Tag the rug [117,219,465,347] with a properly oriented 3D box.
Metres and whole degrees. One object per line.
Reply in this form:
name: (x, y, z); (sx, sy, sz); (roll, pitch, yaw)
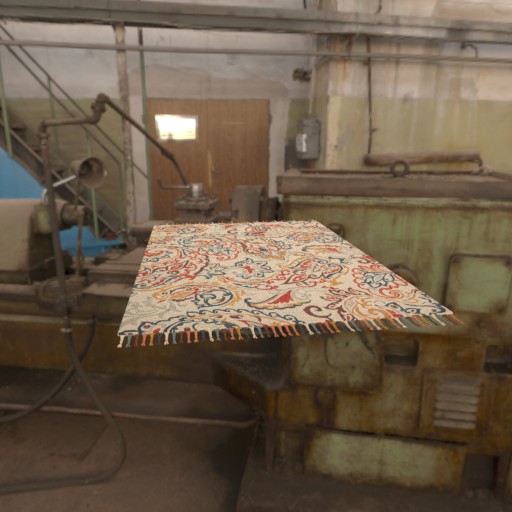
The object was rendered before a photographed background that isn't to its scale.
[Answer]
rug: (0.000, 0.000, 2.437); (1.218, 0.010, 1.997); (-2, 16, -8)
